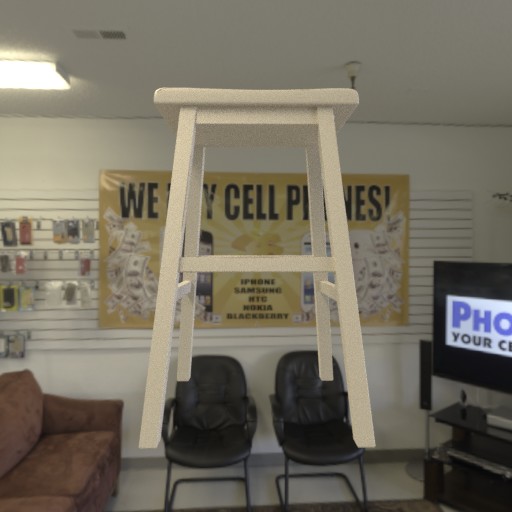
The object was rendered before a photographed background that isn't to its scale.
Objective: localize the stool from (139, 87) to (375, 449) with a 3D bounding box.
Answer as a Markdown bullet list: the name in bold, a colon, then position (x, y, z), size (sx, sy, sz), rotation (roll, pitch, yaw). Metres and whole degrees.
- **stool**: position (0.000, 0.000, 1.089), size (0.457, 0.737, 0.476), rotation (0, 1, -1)
